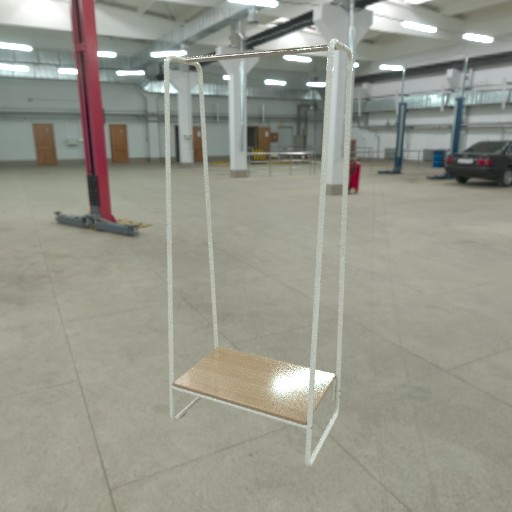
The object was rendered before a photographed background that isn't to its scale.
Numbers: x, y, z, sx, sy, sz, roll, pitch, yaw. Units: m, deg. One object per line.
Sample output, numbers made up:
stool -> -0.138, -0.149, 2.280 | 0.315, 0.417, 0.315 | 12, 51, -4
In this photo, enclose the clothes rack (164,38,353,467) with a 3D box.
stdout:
clothes rack -> 0.000, 0.000, 1.763 | 0.640, 1.500, 0.400 | 7, 17, 26
